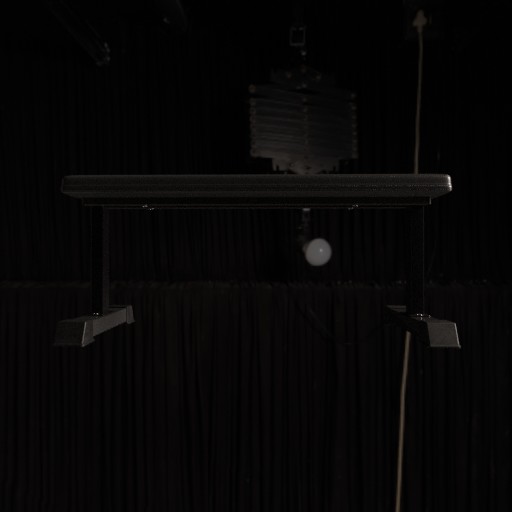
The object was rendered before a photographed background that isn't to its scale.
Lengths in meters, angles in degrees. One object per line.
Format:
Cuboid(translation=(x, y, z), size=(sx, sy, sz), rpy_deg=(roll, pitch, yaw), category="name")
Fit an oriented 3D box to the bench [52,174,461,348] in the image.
Cuboid(translation=(0.000, 0.000, 1.316), size=(1.072, 0.453, 0.439), rpy_deg=(0, 0, 1), category="bench")
